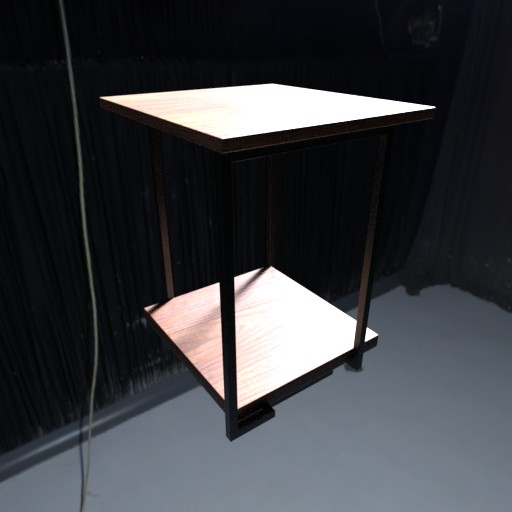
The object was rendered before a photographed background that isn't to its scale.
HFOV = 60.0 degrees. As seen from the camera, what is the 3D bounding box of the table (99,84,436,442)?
[{"bbox_3d":[0.000,0.000,0.855,0.384,0.567,0.411,-18,32,-31],"label":"table"}]
